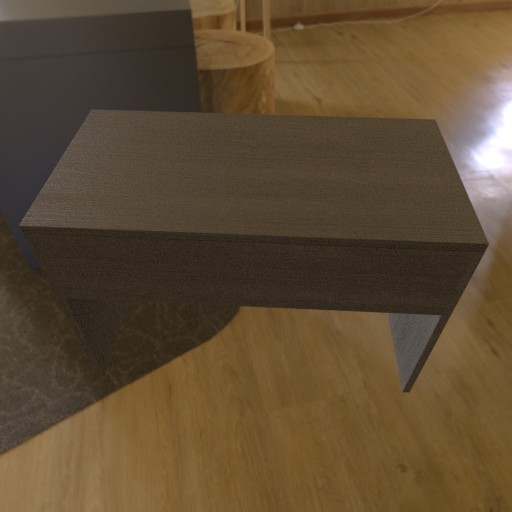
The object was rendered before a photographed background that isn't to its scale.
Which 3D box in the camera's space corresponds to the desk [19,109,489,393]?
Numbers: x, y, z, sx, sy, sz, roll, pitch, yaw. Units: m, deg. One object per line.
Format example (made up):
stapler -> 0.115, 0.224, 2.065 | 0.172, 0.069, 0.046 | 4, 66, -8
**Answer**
desk -> 0.000, 0.000, 1.490 | 1.099, 0.729, 0.557 | 2, 47, 2
